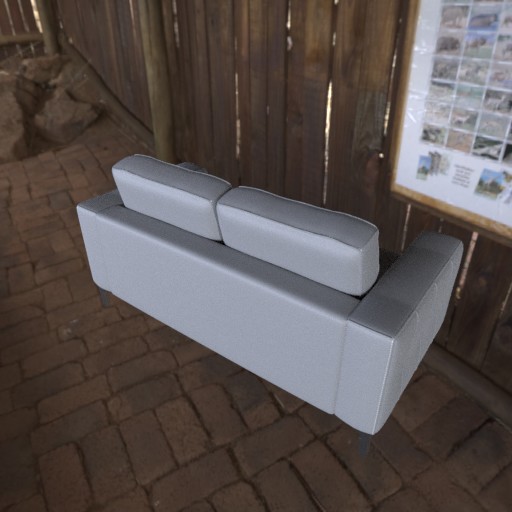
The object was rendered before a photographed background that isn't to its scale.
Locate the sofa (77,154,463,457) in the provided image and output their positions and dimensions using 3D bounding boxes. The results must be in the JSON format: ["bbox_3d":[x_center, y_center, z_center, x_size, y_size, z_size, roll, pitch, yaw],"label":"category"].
[{"bbox_3d":[0.000,0.000,2.199,1.726,0.892,0.833,21,38,30],"label":"sofa"}]
